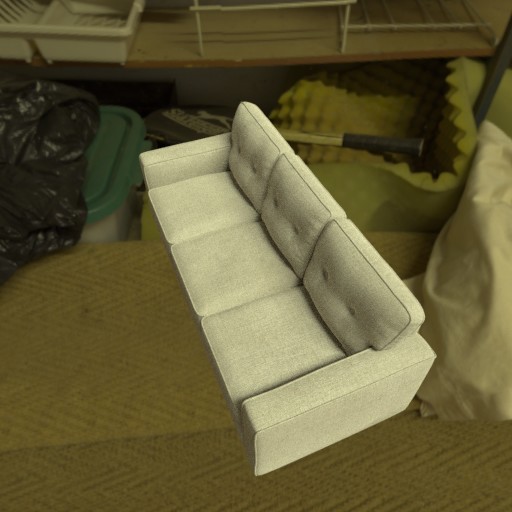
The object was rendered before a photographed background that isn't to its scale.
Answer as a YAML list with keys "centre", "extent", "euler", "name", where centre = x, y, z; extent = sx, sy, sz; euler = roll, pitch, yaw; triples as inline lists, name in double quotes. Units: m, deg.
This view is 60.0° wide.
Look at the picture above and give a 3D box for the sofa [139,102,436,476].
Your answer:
- centre: [0.000, 0.000, 2.690]
  extent: [0.939, 0.965, 2.133]
  euler: [-17, 50, -15]
  name: "sofa"
